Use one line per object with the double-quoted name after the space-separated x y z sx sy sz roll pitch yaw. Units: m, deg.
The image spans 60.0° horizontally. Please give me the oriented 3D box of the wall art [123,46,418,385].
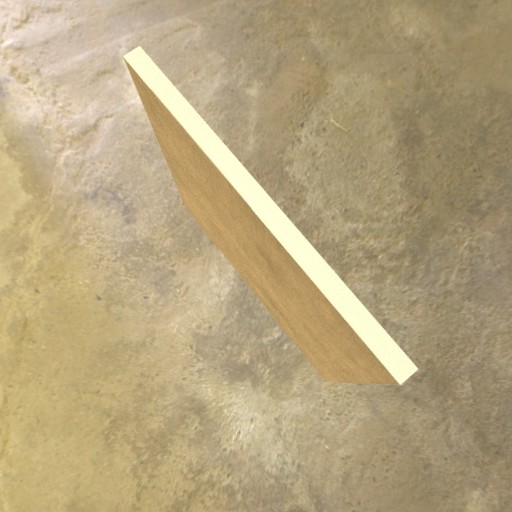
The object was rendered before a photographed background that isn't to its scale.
0.000 0.000 0.673 0.023 0.453 0.455 -37 78 -10 "wall art"
